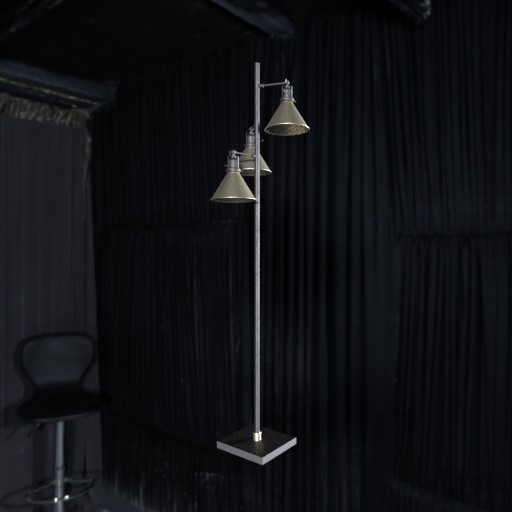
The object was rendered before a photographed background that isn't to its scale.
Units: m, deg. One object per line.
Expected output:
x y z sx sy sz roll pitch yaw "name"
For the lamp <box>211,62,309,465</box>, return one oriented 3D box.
0.000 0.000 1.961 0.428 1.716 0.415 1 1 38 "lamp"
